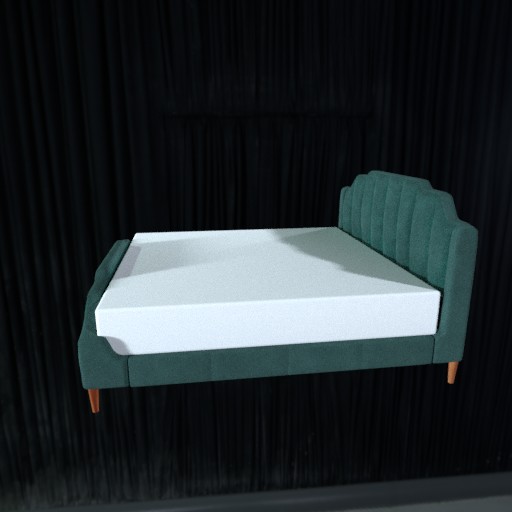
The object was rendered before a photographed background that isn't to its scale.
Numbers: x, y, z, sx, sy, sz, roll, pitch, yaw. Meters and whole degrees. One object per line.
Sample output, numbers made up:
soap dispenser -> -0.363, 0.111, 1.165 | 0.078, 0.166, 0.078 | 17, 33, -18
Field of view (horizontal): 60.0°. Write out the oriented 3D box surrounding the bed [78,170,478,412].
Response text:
bed -> 0.000, 0.000, 3.505 | 2.340, 1.245, 2.074 | -2, 15, -8
